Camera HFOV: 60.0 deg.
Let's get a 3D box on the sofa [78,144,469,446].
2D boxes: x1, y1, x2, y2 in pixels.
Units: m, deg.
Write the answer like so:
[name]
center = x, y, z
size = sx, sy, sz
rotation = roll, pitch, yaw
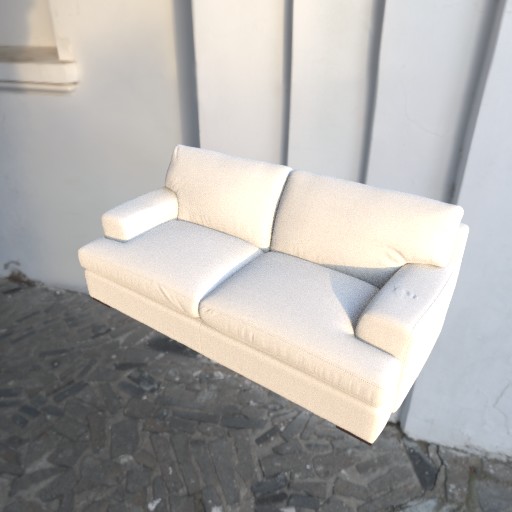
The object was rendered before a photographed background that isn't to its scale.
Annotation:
[sofa]
center = 0.000, 0.000, 2.800
size = 2.261, 0.940, 1.143
rotation = 19, 35, 30
